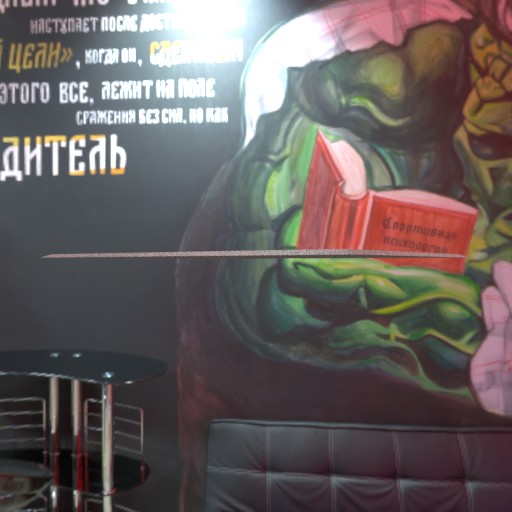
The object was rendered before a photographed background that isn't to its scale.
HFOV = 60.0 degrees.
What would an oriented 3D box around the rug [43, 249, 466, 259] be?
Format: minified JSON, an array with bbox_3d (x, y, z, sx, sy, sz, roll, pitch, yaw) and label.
[{"bbox_3d":[0.000,0.000,3.813,2.933,0.027,2.332,-1,-1,38],"label":"rug"}]
